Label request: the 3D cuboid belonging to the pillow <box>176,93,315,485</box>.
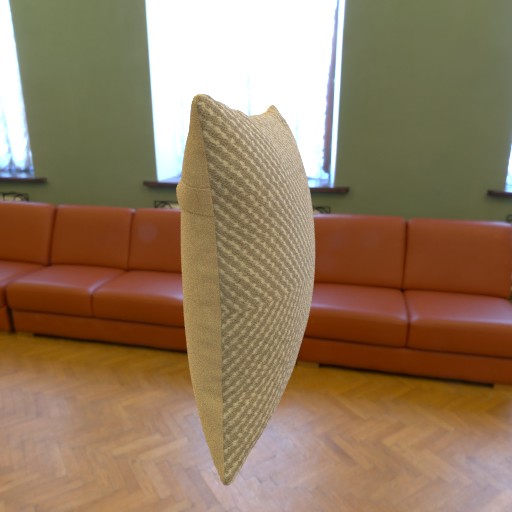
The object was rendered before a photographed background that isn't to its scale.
[{"bbox_3d":[0.000,0.000,0.690,0.181,0.458,0.459,3,18,11],"label":"pillow"}]
